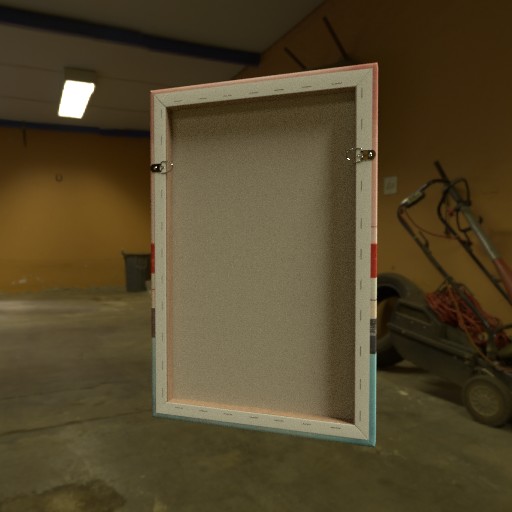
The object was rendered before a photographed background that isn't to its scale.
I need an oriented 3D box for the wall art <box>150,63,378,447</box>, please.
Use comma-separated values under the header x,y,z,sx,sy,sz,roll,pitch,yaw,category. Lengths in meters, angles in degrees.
x,y,z,sx,sy,sz,roll,pitch,yaw,category
0.000,0.000,1.161,0.610,0.914,0.038,0,1,18,wall art
